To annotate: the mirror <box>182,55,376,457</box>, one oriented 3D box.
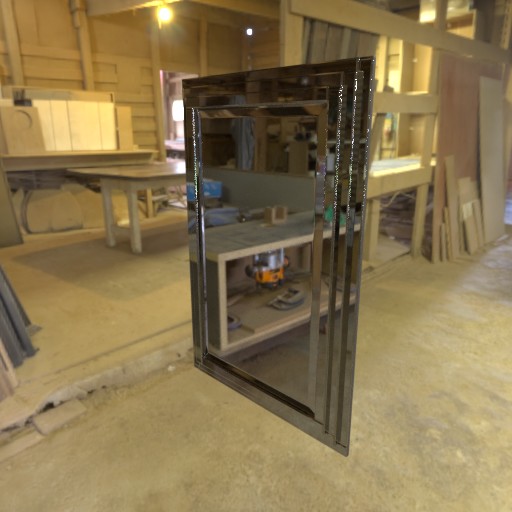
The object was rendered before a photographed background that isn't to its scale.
[{"bbox_3d":[0.000,0.000,1.170,0.613,0.914,0.039,15,22,43],"label":"mirror"}]
